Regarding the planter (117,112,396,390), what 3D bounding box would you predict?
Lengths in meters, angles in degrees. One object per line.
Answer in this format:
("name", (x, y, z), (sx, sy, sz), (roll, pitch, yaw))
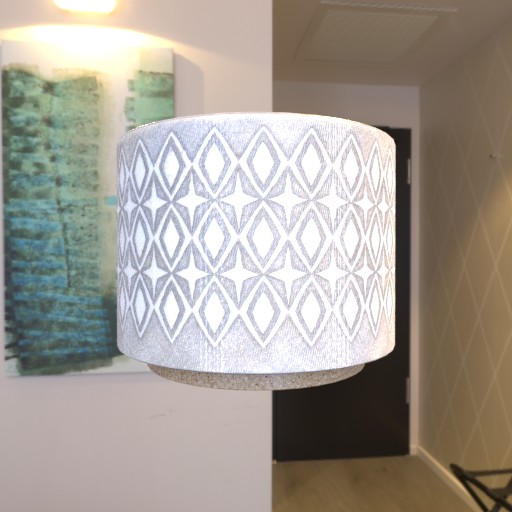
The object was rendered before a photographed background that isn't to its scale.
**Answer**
("planter", (0.000, 0.000, 0.311), (0.186, 0.144, 0.186), (0, 1, 0))
